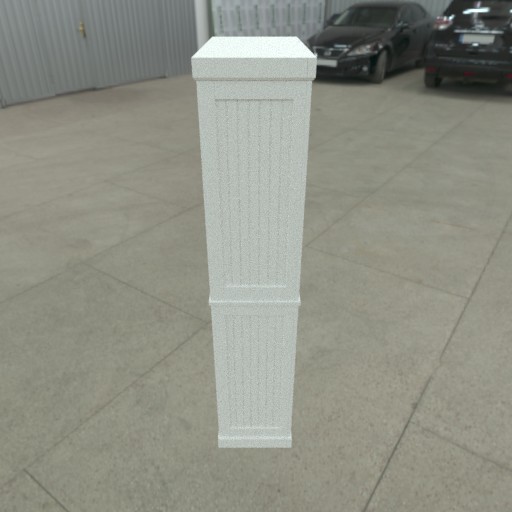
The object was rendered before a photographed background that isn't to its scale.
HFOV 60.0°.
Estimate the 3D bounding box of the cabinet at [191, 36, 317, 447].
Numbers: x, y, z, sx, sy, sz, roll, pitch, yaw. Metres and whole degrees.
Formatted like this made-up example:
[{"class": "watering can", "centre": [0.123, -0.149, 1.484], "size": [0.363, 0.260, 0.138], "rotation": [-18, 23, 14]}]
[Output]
[{"class": "cabinet", "centre": [0.000, 0.000, 2.120], "size": [0.390, 1.829, 0.754], "rotation": [0, 31, 0]}]
